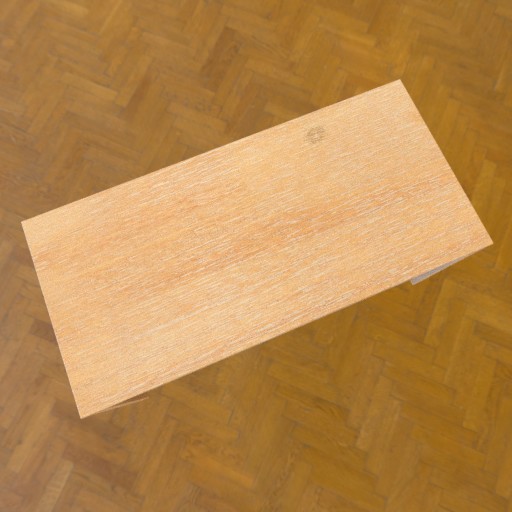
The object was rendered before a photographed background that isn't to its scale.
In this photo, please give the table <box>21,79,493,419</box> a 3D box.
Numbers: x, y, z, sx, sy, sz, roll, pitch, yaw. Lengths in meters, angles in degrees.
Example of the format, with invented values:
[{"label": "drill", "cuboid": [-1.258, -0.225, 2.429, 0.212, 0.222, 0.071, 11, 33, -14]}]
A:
[{"label": "table", "cuboid": [0.000, 0.000, 1.274, 1.016, 0.457, 0.483, -22, 77, -5]}]
